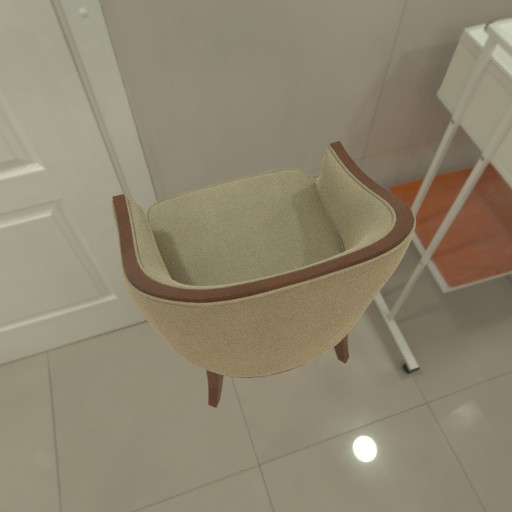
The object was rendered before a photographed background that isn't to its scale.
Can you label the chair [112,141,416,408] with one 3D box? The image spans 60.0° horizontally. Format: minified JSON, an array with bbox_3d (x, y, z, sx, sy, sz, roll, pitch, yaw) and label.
[{"bbox_3d":[0.000,0.000,1.452,0.803,0.876,0.735,-16,58,-10],"label":"chair"}]
